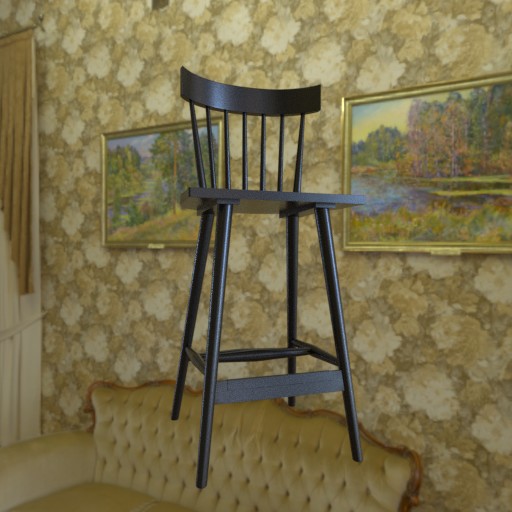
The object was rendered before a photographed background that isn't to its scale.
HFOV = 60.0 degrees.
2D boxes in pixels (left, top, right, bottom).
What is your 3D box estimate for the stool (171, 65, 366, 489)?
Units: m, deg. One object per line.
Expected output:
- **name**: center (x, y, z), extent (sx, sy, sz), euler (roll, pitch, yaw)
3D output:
- **stool**: center (0.000, 0.000, 1.335), extent (0.482, 1.092, 0.483), euler (0, 0, -18)
